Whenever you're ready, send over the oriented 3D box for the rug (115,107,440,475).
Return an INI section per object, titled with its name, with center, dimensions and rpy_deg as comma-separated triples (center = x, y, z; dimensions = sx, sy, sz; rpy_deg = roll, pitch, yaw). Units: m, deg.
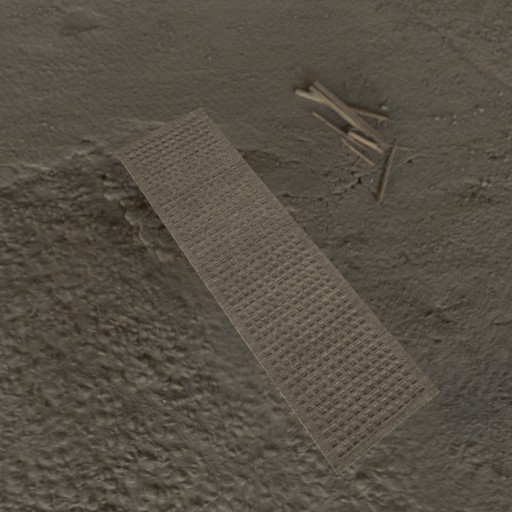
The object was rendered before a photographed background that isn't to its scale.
[rug]
center = 0.000, 0.000, 2.718
dimensions = 0.706, 0.009, 2.443
rpy_deg = -32, 69, -14
